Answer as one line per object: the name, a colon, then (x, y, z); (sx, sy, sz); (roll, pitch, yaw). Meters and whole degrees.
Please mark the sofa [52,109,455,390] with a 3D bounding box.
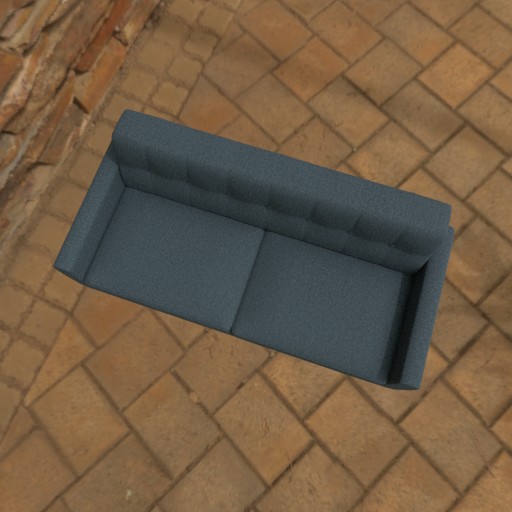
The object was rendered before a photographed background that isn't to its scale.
sofa: (0.000, 0.000, 2.594); (2.055, 0.884, 0.942); (18, 75, 5)
